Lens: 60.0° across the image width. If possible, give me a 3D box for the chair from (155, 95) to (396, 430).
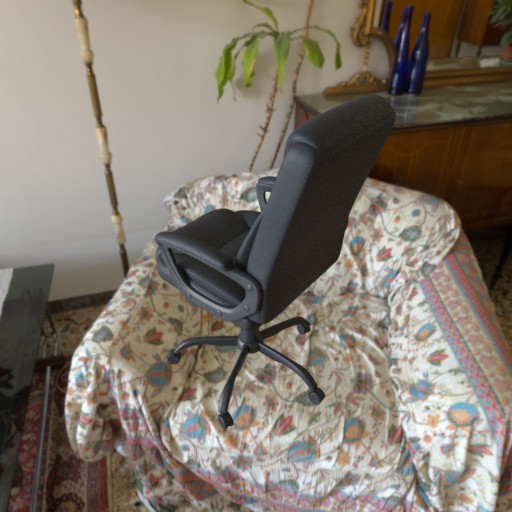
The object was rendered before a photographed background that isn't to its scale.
[{"bbox_3d":[0.000,0.000,1.504,0.655,1.072,0.615,22,39,30],"label":"chair"}]
